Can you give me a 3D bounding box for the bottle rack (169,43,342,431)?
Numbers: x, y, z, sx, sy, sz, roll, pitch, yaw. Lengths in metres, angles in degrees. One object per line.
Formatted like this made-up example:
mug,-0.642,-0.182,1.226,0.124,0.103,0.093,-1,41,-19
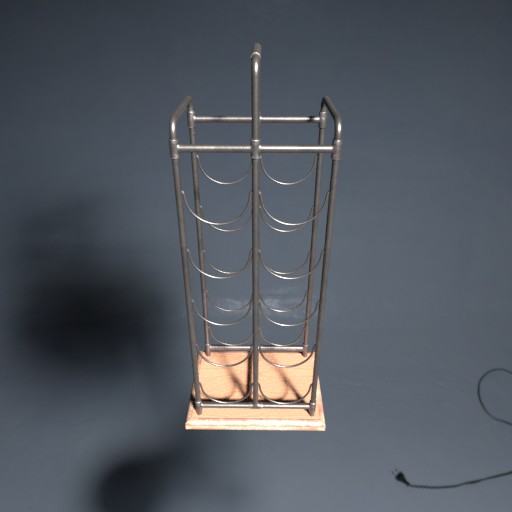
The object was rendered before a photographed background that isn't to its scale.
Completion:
bottle rack,0.000,0.000,0.795,0.276,0.680,0.208,0,31,1
